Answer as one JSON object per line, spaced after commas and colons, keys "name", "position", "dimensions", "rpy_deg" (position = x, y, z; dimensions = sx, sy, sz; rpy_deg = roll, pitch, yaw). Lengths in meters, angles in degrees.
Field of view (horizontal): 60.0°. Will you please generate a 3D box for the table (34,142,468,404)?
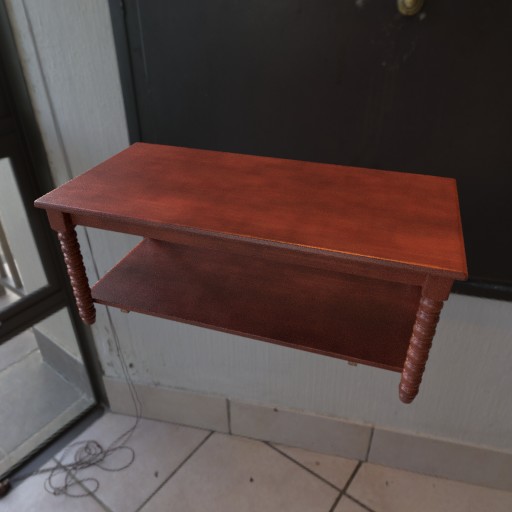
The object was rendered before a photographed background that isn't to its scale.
{"name": "table", "position": [0.000, 0.000, 1.482], "dimensions": [1.171, 0.485, 0.580], "rpy_deg": [10, 34, 15]}
